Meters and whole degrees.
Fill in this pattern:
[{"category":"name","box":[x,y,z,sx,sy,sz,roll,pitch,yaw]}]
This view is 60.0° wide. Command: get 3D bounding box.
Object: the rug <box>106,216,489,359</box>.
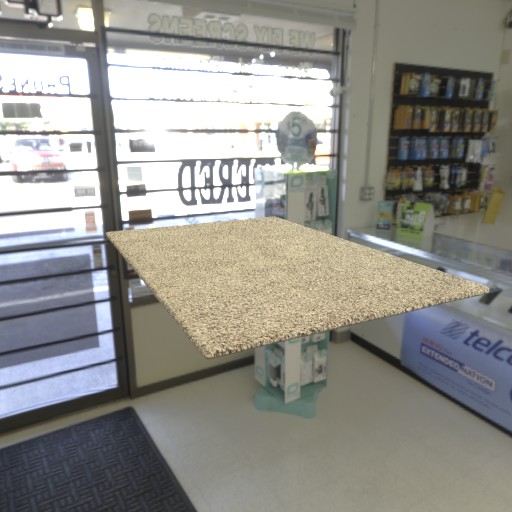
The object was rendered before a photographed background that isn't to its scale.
[{"category":"rug","box":[0.000,0.000,2.280,1.219,0.030,1.778,-8,17,-26]}]
